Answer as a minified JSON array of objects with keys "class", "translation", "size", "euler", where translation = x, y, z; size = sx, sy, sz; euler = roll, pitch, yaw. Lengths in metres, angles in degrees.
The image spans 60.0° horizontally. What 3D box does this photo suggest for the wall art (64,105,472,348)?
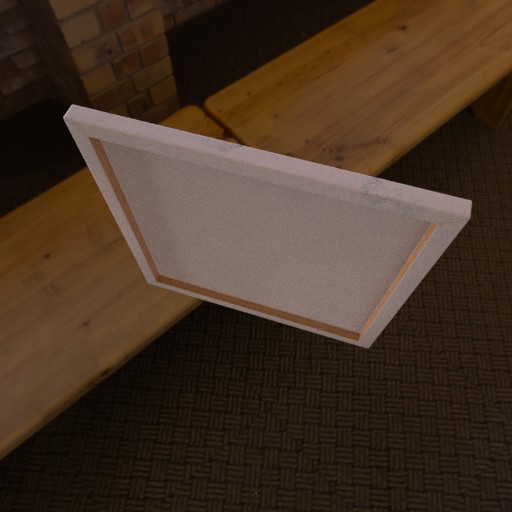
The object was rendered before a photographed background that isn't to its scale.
[{"class":"wall art","translation":[0.000,0.000,1.137],"size":[0.762,0.762,0.038],"euler":[15,63,8]}]
